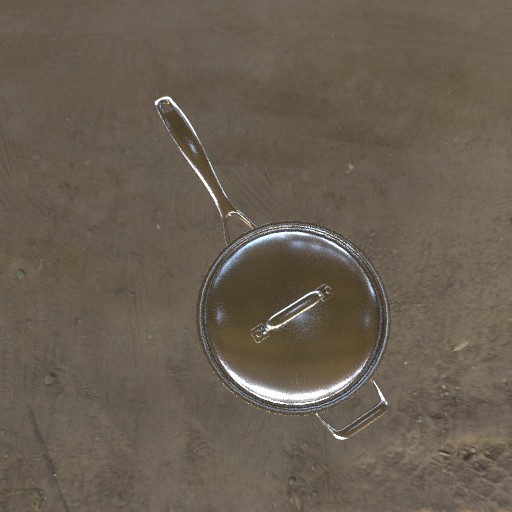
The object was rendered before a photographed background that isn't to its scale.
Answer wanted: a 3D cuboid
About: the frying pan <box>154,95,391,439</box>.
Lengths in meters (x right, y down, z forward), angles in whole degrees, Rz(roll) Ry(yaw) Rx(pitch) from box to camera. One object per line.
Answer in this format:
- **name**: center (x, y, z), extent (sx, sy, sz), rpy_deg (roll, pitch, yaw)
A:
- **frying pan**: center (0.000, 0.000, 0.665), extent (0.280, 0.114, 0.561), rpy_deg (-31, 78, -7)
